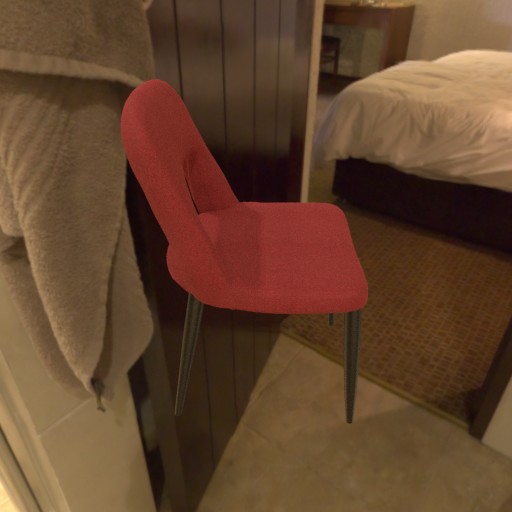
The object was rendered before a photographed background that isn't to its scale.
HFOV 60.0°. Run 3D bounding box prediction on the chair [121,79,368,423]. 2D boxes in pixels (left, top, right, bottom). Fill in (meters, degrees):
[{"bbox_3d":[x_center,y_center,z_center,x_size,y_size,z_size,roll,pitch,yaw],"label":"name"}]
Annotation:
[{"bbox_3d":[0.000,0.000,1.226,0.569,0.892,0.483,0,33,1],"label":"chair"}]
